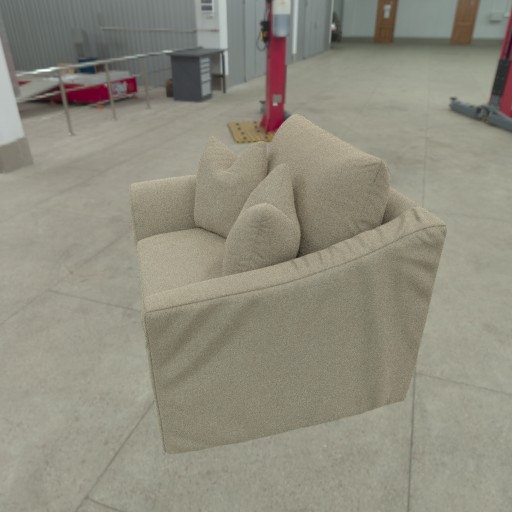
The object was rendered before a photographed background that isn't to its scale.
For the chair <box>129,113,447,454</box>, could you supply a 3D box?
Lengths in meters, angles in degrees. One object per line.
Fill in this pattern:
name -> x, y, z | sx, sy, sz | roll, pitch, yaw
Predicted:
chair -> 0.000, 0.000, 2.045 | 1.071, 1.093, 1.194 | -8, 30, -14
